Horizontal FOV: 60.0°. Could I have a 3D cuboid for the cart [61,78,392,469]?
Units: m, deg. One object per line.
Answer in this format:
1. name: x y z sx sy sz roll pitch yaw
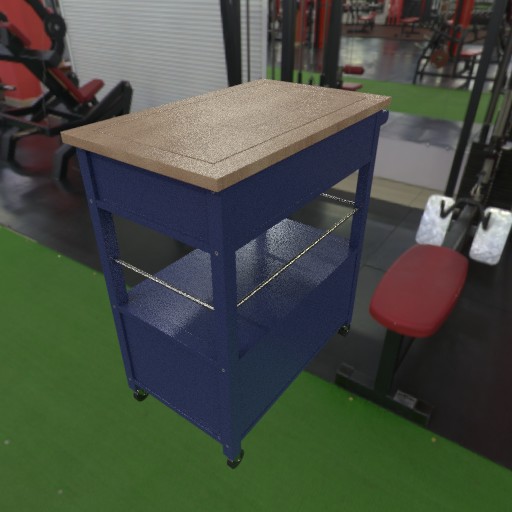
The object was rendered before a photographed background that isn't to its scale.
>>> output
1. cart: 0.000 0.000 1.389 0.459 0.901 0.840 22 38 30
